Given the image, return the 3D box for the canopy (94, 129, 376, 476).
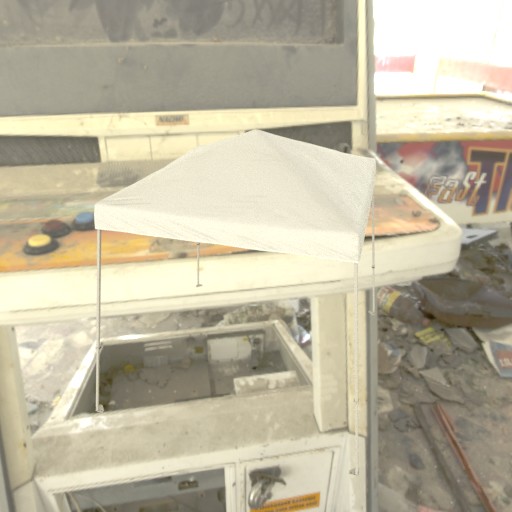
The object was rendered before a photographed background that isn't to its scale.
[{"bbox_3d":[0.000,0.000,6.437,3.600,3.600,3.599,8,28,15],"label":"canopy"}]
